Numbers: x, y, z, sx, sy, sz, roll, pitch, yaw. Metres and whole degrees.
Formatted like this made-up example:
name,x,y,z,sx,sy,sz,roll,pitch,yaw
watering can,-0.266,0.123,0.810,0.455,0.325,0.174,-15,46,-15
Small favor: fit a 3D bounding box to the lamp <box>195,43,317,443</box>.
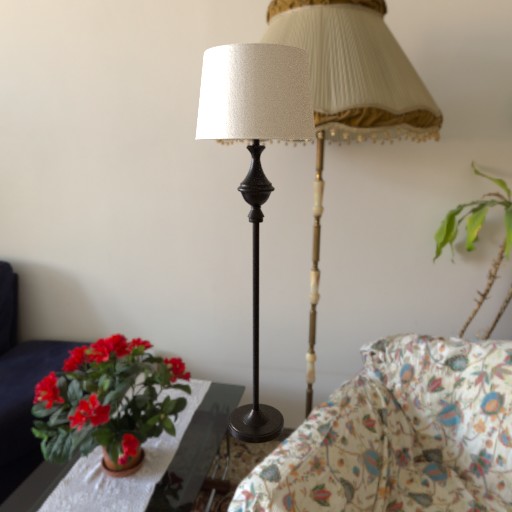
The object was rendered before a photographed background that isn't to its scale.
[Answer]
name,x,y,z,sx,sy,sz,roll,pitch,yaw
lamp,0.000,0.000,1.699,0.431,1.484,0.431,0,14,0
